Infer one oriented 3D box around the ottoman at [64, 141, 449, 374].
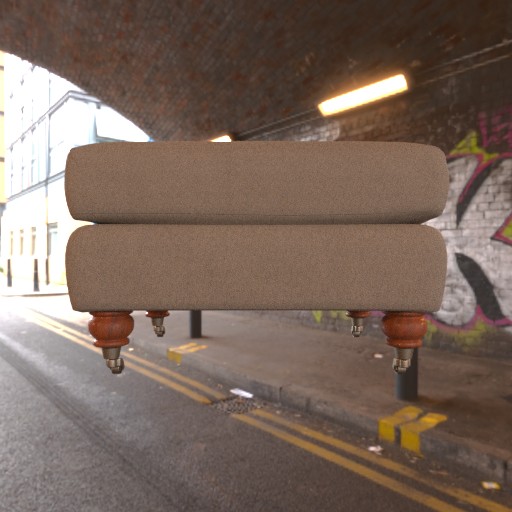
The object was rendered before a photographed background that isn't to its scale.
[{"bbox_3d":[0.000,0.000,1.127,0.773,0.504,0.569,0,0,0],"label":"ottoman"}]
